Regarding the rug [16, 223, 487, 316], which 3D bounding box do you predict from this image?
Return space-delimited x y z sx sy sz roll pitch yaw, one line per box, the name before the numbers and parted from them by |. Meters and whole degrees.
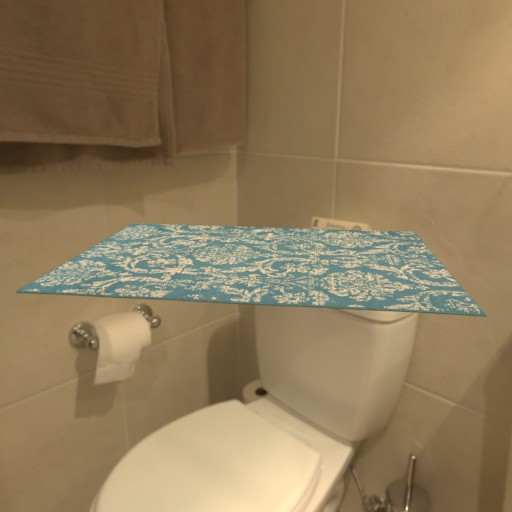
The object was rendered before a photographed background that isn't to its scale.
rug | 0.000 0.000 2.279 1.833 0.012 1.211 2 18 7
